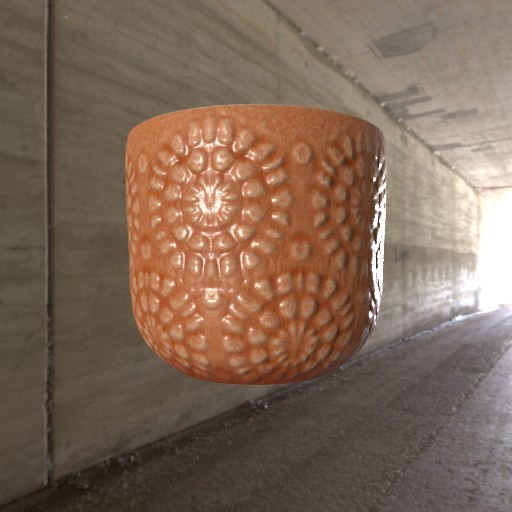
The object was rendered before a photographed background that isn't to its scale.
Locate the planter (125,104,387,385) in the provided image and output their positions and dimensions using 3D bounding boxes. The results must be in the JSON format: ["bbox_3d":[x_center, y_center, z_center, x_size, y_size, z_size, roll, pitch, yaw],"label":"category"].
[{"bbox_3d":[0.000,0.000,0.219,0.124,0.109,0.124,0,0,0],"label":"planter"}]
